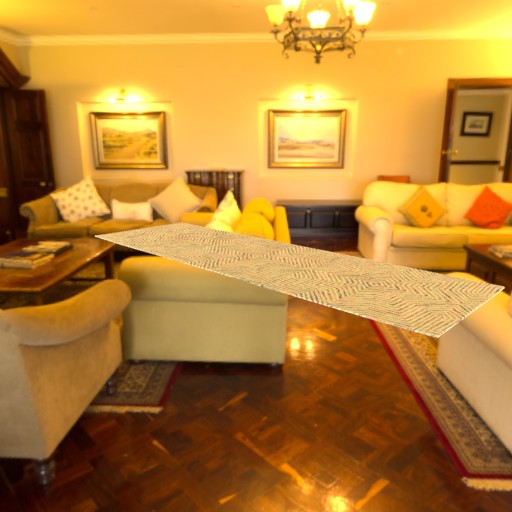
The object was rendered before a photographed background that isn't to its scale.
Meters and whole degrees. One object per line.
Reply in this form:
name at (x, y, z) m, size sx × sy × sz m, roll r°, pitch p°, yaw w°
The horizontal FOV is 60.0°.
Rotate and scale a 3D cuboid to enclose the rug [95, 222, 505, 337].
rug at (0.000, 0.000, 2.587) m, size 2.443 × 0.009 × 0.771 m, roll 13°, pitch 20°, yaw 42°
